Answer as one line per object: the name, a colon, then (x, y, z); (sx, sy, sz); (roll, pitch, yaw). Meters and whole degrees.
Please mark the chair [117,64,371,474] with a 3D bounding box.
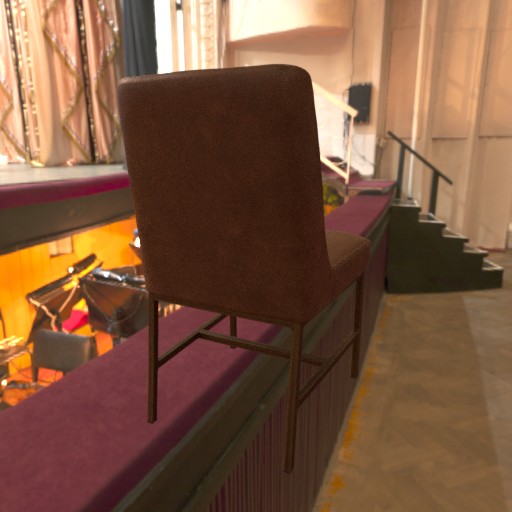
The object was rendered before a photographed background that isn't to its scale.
chair: (0.000, 0.000, 1.222); (0.508, 0.889, 0.587); (8, 17, 26)
